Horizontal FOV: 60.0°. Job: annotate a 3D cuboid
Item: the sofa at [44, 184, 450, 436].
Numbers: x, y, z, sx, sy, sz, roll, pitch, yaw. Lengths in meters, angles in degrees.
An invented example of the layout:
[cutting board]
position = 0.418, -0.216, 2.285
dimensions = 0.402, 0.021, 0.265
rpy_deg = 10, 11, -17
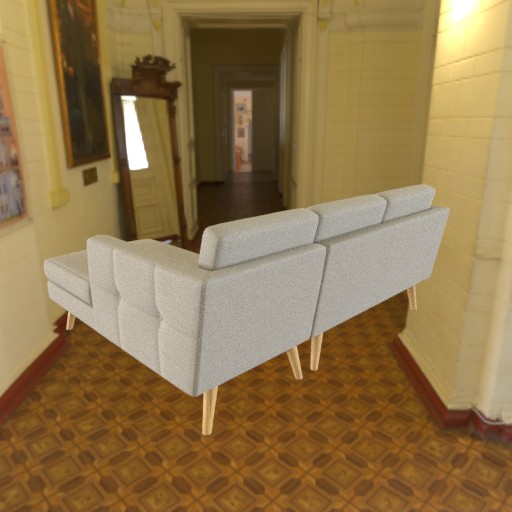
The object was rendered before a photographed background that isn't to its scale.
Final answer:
[sofa]
position = 0.000, 0.000, 2.774
dimensions = 2.040, 0.860, 1.530
rpy_deg = -16, 23, -42
